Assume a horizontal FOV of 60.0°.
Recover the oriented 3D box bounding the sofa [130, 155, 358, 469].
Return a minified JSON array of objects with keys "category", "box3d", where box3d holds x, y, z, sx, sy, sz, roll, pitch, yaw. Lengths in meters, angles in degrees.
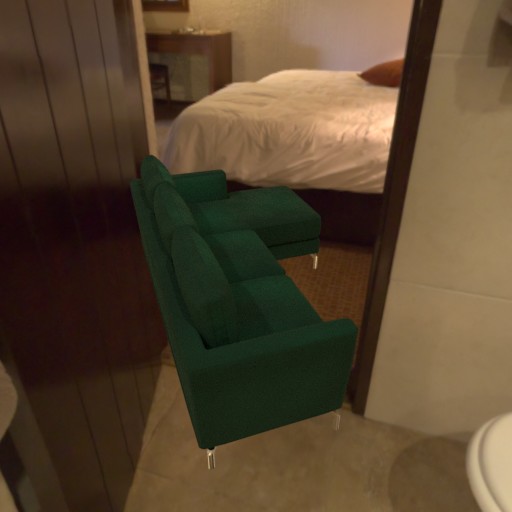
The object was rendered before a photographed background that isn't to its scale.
[{"category":"sofa","box3d":[0.000,0.000,3.213,1.489,1.007,2.441,-10,32,-17]}]
